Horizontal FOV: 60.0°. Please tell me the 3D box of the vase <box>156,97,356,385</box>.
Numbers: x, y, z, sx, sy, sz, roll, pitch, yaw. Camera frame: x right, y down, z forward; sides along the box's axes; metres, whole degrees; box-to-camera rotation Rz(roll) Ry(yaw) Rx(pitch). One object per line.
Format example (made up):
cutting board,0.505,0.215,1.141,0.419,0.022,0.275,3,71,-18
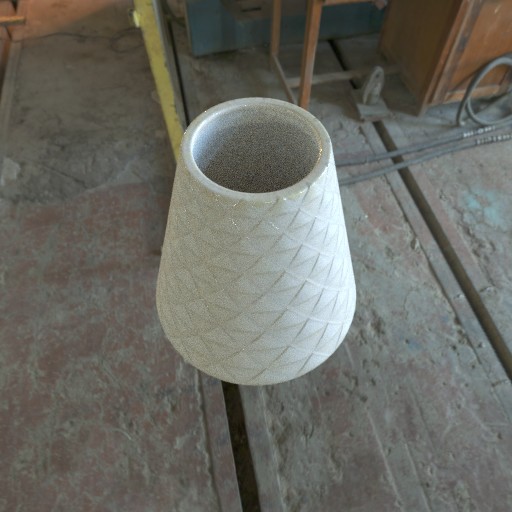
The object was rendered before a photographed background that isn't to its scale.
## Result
vase,0.000,0.000,0.351,0.175,0.230,0.175,0,56,0
